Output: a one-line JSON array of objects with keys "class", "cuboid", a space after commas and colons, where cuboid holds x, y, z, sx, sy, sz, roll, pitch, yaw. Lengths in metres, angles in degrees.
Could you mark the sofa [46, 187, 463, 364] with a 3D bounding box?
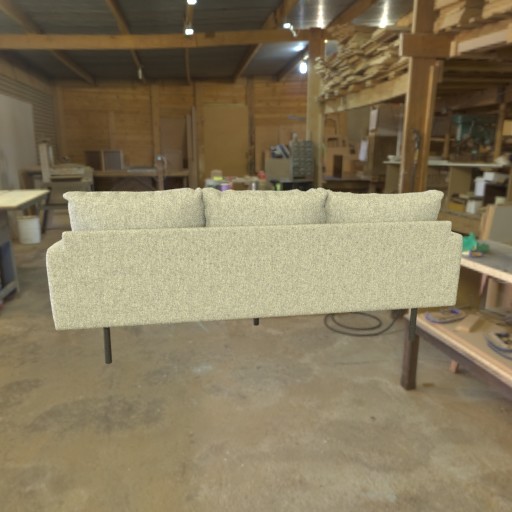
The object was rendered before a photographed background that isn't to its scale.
[{"class": "sofa", "cuboid": [0.000, 0.000, 2.519, 2.000, 0.830, 0.850, -2, 14, -9]}]
